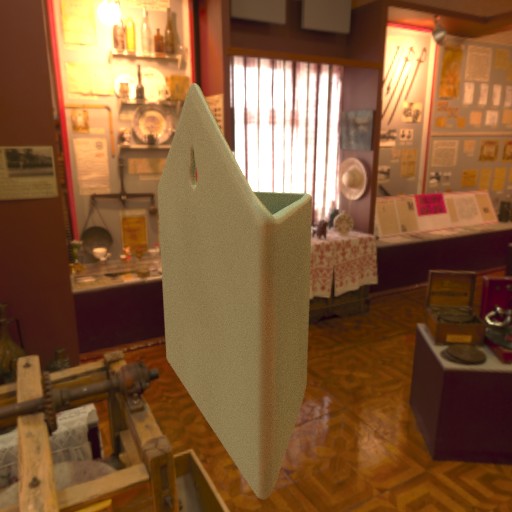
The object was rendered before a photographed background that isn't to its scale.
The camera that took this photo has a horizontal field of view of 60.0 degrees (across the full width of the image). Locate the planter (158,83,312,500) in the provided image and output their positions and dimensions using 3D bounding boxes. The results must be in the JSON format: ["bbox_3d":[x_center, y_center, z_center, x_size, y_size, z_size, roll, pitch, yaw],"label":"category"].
[{"bbox_3d":[0.000,0.000,0.275,0.079,0.197,0.164,-7,16,-26],"label":"planter"}]
